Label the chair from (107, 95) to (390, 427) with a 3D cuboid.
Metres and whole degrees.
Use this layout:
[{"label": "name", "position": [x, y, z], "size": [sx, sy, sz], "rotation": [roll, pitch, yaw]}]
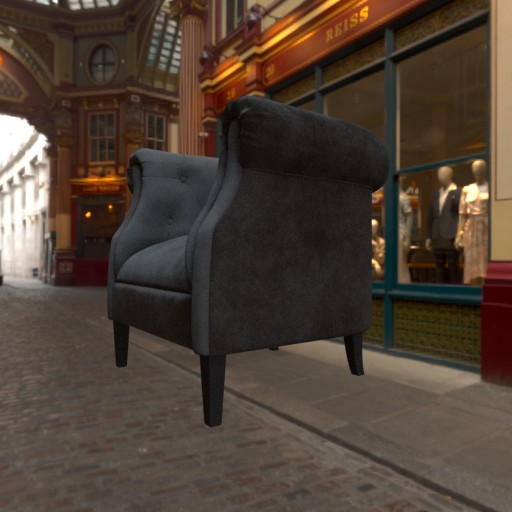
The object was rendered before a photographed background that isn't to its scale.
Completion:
[{"label": "chair", "position": [0.000, 0.000, 1.588], "size": [0.851, 0.826, 0.904], "rotation": [0, 0, -35]}]
